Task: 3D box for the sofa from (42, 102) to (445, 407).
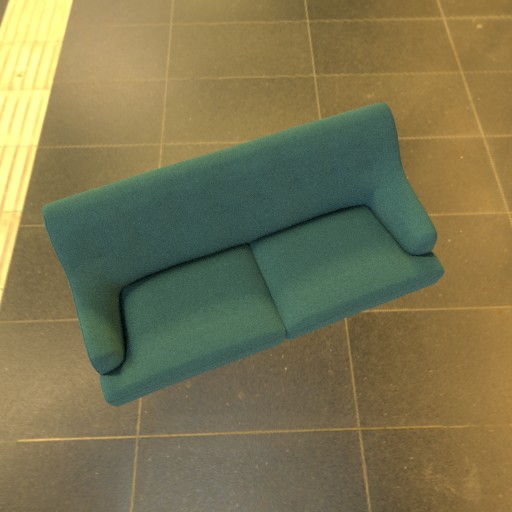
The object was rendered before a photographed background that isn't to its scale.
[{"bbox_3d":[0.000,0.000,2.578,2.057,0.871,0.978,-19,65,-9],"label":"sofa"}]
